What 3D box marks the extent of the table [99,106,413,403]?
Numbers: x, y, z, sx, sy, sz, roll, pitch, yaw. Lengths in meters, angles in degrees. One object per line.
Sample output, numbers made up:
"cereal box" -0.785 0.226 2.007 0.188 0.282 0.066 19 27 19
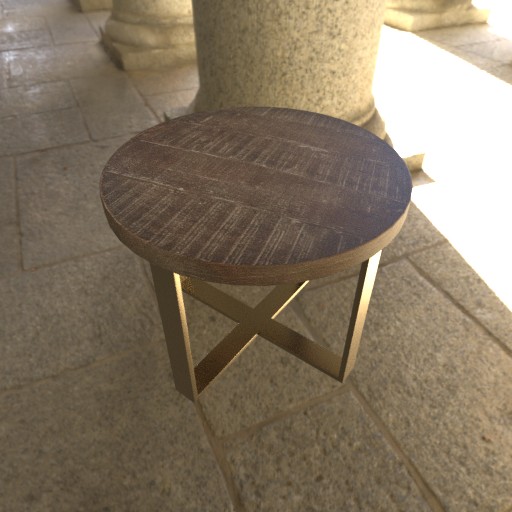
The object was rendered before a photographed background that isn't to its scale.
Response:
"table" 0.000 0.000 0.957 0.557 0.437 0.557 0 40 0
